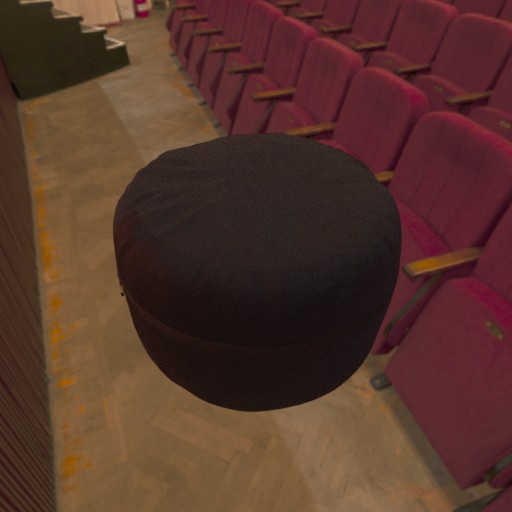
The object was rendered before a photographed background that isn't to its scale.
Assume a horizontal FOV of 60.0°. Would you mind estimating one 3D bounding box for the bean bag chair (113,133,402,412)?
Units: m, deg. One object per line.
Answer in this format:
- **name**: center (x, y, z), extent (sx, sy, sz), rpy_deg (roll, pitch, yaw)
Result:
- **bean bag chair**: center (0.000, 0.000, 2.006), extent (1.219, 0.762, 1.219), rpy_deg (0, 41, 0)
